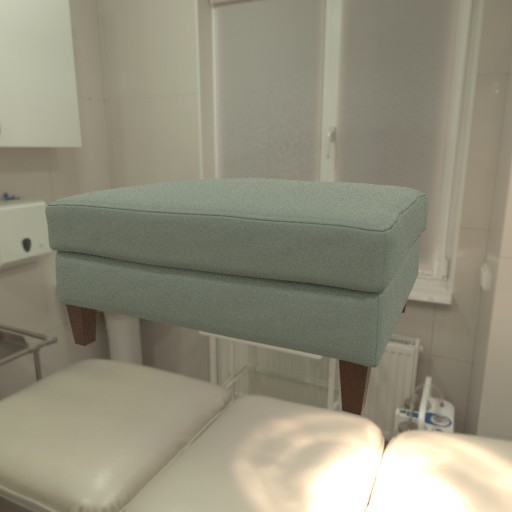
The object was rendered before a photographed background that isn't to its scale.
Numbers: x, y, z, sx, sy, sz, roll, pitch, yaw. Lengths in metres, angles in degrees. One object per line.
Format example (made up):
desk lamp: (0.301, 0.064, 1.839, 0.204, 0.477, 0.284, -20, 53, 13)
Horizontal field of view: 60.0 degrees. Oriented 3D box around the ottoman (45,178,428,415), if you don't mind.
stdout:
ottoman: (0.000, 0.000, 1.478, 0.991, 0.494, 0.842, 6, 15, 25)
